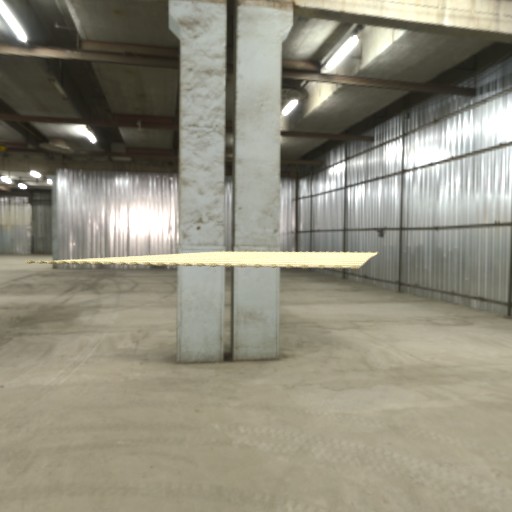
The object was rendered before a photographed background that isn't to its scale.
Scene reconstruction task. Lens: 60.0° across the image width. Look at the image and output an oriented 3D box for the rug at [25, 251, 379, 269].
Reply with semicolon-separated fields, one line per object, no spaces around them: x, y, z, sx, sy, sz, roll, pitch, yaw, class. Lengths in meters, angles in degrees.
0.000;0.000;3.004;1.540;0.018;2.435;1;2;17;rug
